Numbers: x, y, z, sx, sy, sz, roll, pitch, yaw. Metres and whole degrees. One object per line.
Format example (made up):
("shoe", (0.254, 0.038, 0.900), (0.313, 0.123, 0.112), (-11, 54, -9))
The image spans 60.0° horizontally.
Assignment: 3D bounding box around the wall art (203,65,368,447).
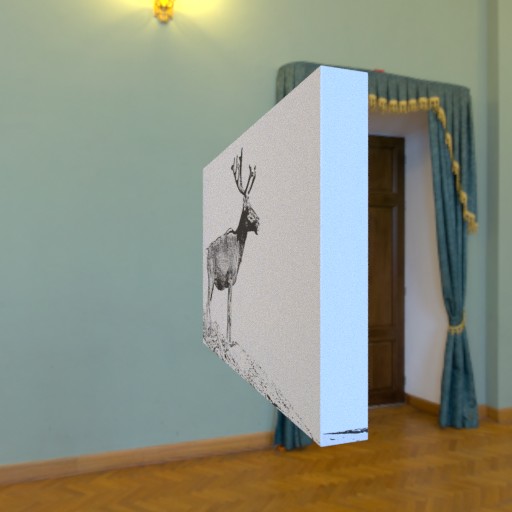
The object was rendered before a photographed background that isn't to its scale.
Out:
("wall art", (0.000, 0.000, 0.487), (0.038, 0.259, 0.381), (0, 0, -19))
